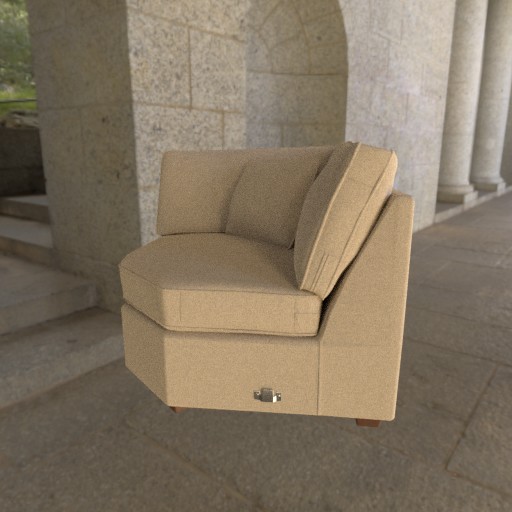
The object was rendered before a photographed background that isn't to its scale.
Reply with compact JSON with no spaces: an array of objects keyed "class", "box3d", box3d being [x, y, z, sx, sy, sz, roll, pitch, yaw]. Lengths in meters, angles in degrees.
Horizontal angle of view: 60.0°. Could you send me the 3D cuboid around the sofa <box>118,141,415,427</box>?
[{"class":"sofa","box3d":[0.000,0.000,1.863,1.050,0.937,1.042,2,14,8]}]
